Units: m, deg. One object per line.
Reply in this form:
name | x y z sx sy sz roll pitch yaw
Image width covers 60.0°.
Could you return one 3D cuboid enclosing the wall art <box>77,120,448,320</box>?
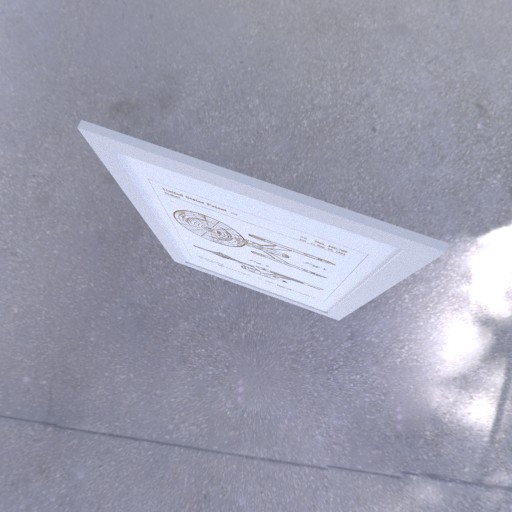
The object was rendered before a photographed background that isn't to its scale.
wall art | 0.000 0.000 0.832 0.454 0.659 0.011 19 76 5
